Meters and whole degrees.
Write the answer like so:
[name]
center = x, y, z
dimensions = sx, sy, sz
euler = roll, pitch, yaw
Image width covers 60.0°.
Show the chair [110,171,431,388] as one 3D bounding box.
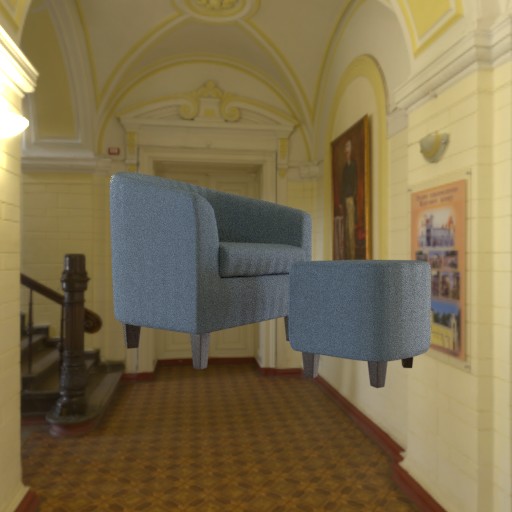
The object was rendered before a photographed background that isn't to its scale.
[chair]
center = 0.000, 0.000, 1.720
dimensions = 1.288, 0.757, 0.756
euler = 0, 0, 36
